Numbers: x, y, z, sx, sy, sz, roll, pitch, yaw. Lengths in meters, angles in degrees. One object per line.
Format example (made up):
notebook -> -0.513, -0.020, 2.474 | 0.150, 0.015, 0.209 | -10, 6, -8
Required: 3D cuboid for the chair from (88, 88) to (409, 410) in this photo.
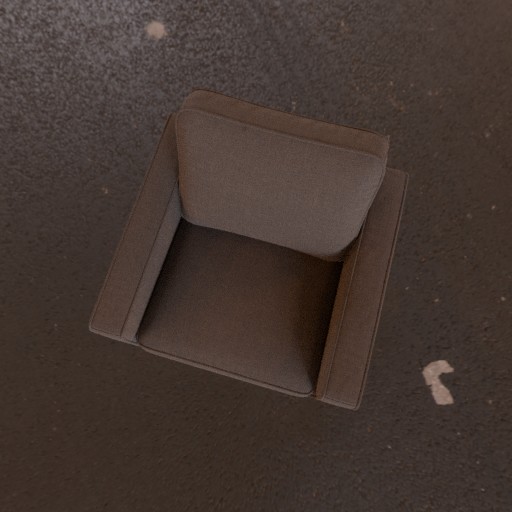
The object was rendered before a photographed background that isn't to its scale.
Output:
chair -> 0.000, 0.000, 1.750 | 1.017, 0.919, 0.940 | 15, 75, 4
